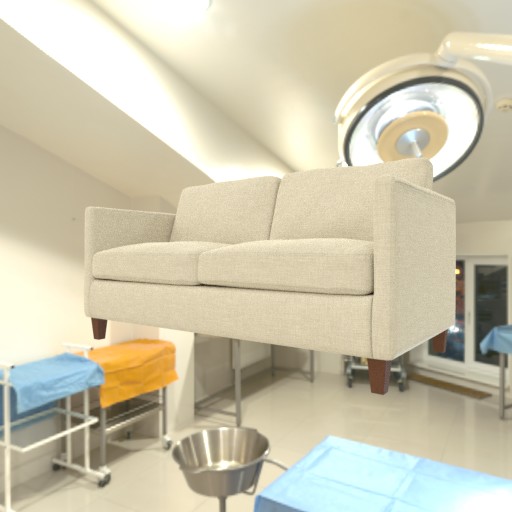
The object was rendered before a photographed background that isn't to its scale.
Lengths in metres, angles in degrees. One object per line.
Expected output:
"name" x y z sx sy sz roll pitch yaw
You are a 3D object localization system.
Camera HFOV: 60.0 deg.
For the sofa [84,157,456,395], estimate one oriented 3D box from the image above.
"sofa" 0.000 0.000 2.401 1.838 0.963 0.950 0 0 36
